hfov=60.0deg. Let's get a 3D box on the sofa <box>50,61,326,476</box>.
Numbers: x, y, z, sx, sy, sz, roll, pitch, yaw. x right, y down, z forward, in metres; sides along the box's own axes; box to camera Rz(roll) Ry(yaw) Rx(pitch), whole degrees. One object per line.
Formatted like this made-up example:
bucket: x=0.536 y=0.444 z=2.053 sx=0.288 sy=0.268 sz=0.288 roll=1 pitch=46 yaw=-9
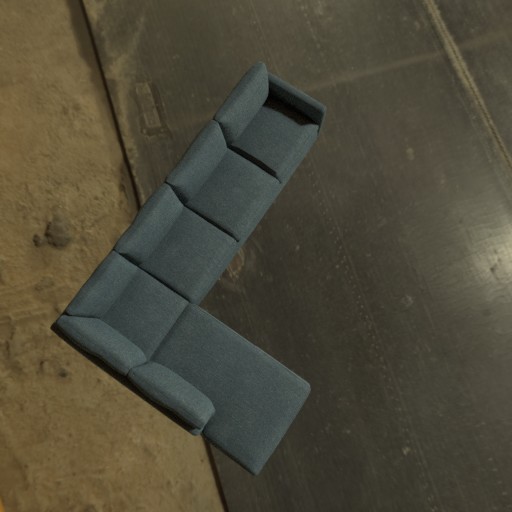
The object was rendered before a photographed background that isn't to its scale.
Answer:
sofa: x=0.000 y=0.000 z=3.833 sx=2.007 sy=0.815 sz=2.949 roll=33 pitch=79 yaw=7
